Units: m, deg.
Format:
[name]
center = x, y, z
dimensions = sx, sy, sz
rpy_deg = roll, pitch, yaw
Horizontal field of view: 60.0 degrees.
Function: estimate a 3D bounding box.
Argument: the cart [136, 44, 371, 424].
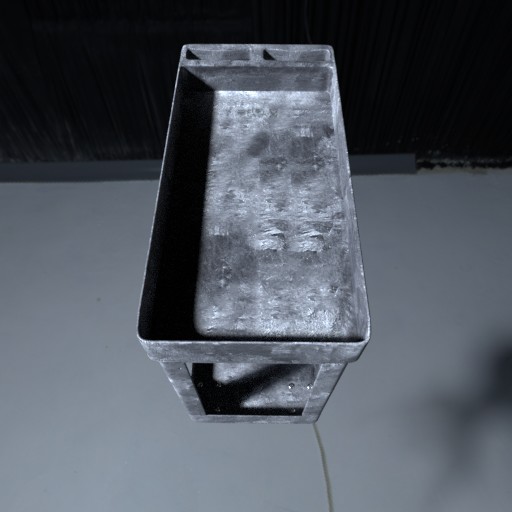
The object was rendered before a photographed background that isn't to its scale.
[cart]
center = 0.000, 0.000, 1.346
dimensions = 0.420, 0.824, 0.877
rpy_deg = 1, 58, 0
